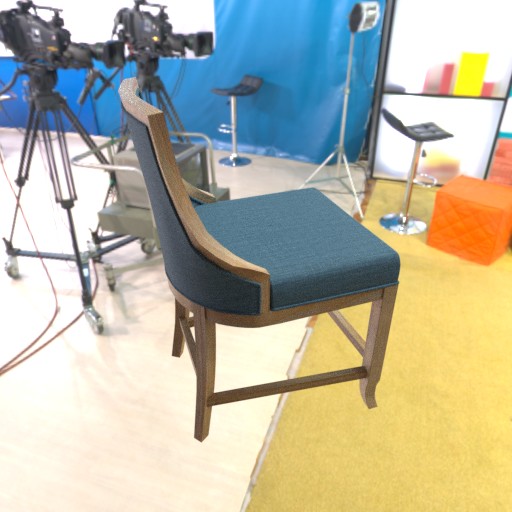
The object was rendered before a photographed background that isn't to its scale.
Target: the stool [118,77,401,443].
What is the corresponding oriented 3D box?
[{"bbox_3d":[0.000,0.000,1.282,0.626,0.938,0.524,-10,32,-17],"label":"stool"}]
